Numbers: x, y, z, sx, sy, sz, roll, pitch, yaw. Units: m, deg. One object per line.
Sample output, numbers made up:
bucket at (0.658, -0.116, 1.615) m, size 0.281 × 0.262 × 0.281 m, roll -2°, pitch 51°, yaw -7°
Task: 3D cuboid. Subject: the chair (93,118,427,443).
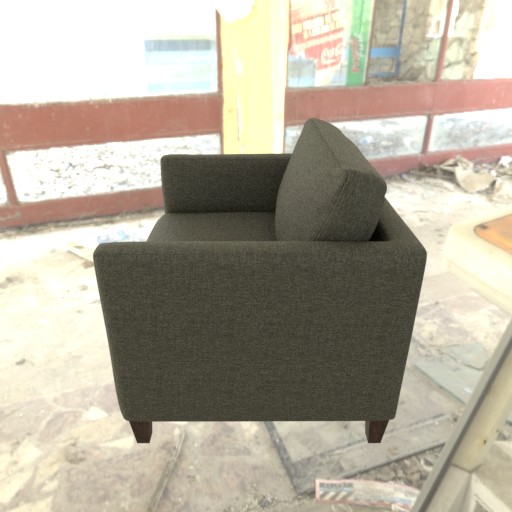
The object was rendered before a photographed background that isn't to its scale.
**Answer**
chair at (0.000, 0.000, 1.791) m, size 0.959 × 0.963 × 1.107 m, roll 0°, pitch 27°, yaw 0°
